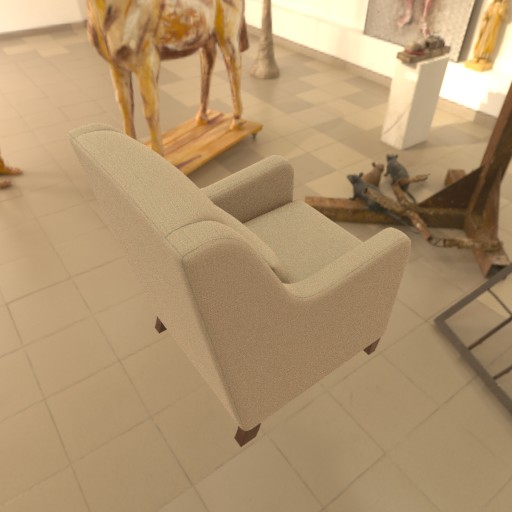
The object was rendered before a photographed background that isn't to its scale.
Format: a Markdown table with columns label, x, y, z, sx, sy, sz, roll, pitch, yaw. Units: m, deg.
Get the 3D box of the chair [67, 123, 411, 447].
| label | x | y | z | sx | sy | sz | roll | pitch | yaw |
| --- | --- | --- | --- | --- | --- | --- | --- | --- | --- |
| chair | 0.000 | 0.000 | 1.608 | 0.896 | 1.017 | 0.715 | -26 | 47 | -26 |
